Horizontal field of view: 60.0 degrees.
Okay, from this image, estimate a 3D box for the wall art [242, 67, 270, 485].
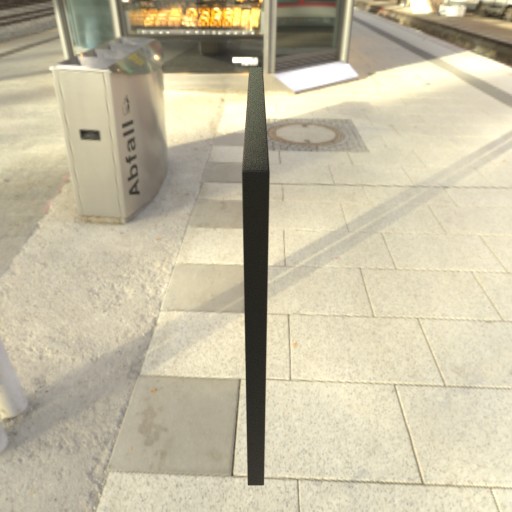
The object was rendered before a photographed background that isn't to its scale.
[{"bbox_3d":[0.000,0.000,1.121,0.038,0.761,0.755,0,33,0],"label":"wall art"}]
